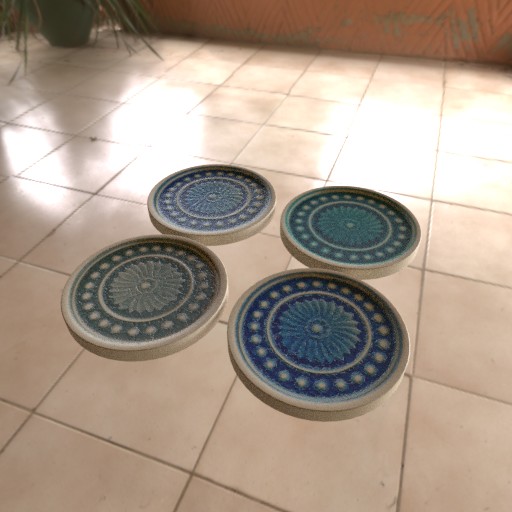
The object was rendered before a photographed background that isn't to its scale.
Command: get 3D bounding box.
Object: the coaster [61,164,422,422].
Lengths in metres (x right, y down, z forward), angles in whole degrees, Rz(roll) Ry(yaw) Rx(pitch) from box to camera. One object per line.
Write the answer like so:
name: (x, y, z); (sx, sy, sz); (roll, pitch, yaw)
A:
coaster: (0.000, 0.000, 0.323); (0.224, 0.010, 0.220); (13, 43, 14)
